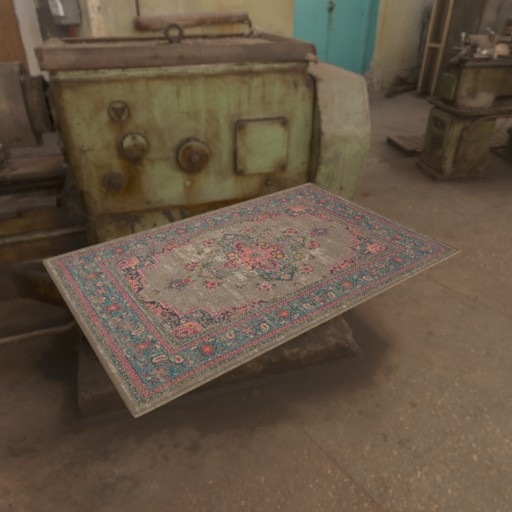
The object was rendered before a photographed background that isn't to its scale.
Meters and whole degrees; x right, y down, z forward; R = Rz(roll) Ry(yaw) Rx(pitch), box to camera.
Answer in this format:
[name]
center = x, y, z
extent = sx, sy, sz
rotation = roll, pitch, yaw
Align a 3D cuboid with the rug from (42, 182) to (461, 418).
[rug]
center = 0.000, 0.000, 2.198
extent = 1.748, 0.014, 1.144
rotation = -20, 36, -30
